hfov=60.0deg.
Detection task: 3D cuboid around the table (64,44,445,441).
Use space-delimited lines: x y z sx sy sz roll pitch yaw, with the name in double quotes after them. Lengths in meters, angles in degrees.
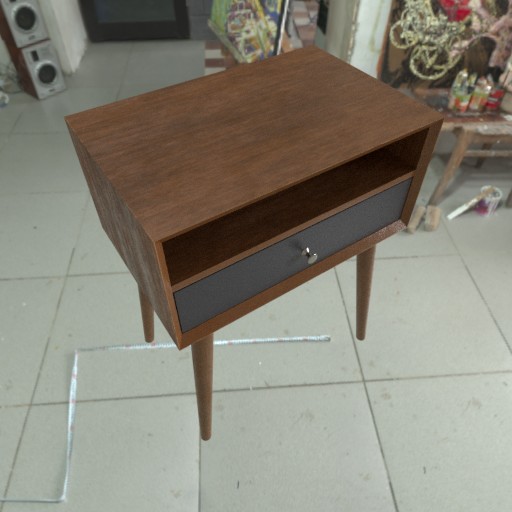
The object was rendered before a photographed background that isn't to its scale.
0.000 0.000 0.843 0.454 0.580 0.307 -26 52 -22 "table"
